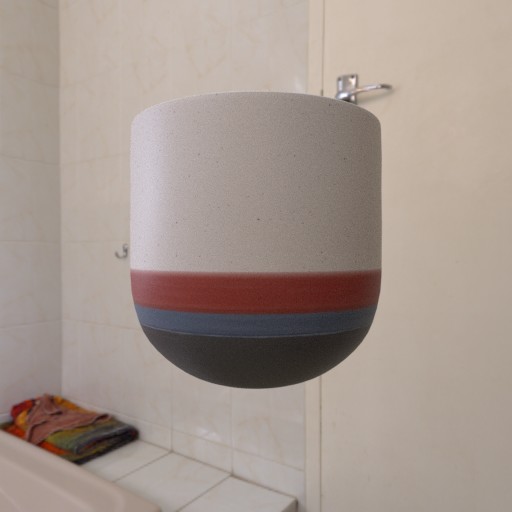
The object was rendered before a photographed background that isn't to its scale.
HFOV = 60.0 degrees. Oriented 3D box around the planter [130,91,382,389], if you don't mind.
[{"bbox_3d":[0.000,0.000,0.491,0.268,0.270,0.268,0,0,0],"label":"planter"}]
